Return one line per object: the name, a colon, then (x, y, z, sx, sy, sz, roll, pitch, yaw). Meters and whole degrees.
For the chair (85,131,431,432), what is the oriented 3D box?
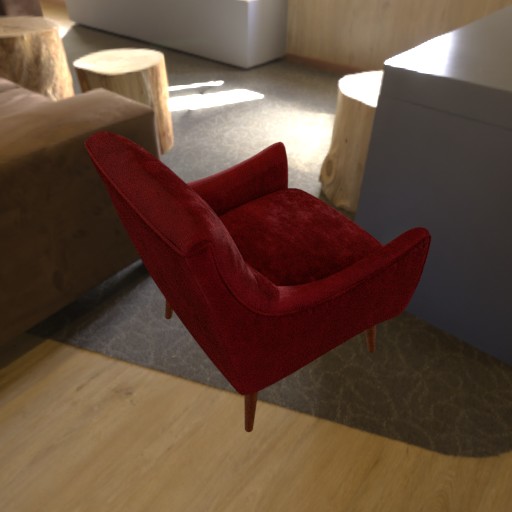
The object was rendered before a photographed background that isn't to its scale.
chair: (0.000, 0.000, 1.461, 0.787, 0.838, 0.762, -24, 45, -26)
